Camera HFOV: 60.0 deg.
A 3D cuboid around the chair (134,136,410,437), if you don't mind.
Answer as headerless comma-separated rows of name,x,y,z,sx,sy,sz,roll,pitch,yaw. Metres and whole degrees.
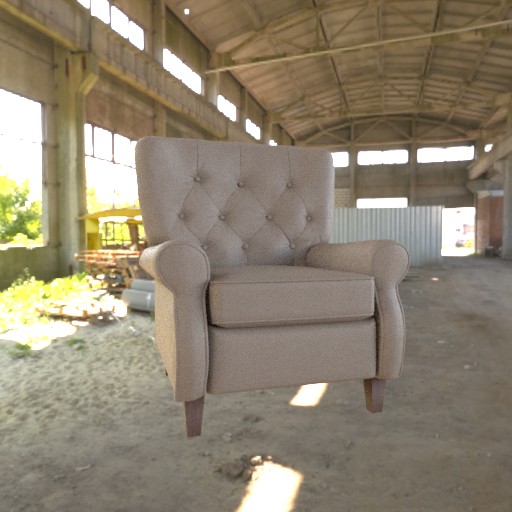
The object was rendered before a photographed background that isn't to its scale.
chair,0.000,0.000,1.924,0.999,1.138,1.041,-1,2,-17
